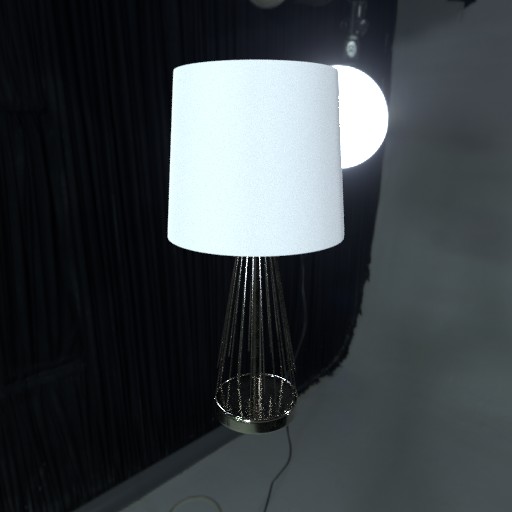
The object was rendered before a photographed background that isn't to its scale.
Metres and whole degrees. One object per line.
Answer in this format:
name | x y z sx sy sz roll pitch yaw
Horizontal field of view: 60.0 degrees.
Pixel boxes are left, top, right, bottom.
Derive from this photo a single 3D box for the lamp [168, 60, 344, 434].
lamp | 0.000 0.000 0.787 0.303 0.618 0.303 0 16 0
